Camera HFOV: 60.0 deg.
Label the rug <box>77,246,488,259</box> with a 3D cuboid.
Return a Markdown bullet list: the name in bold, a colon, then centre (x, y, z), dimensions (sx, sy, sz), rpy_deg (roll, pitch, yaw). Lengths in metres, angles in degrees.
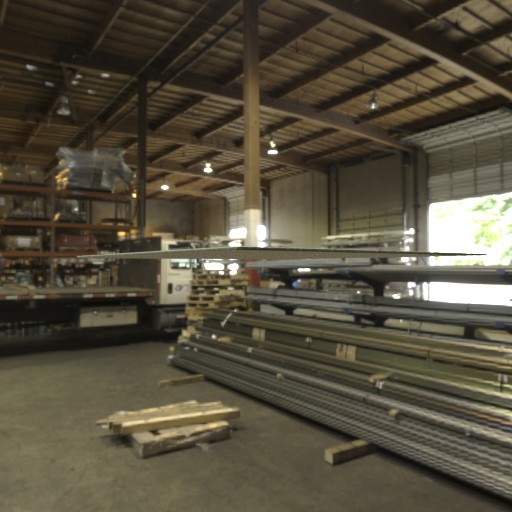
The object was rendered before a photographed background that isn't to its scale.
- **rug**: centre (0.000, 0.000, 4.099), dimensions (2.420, 0.019, 3.039), rpy_deg (1, -1, -36)
